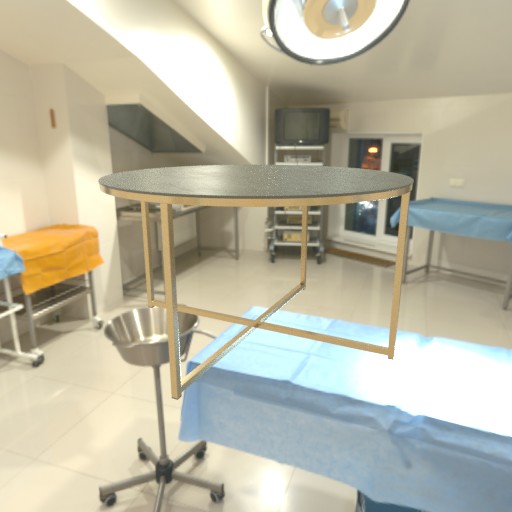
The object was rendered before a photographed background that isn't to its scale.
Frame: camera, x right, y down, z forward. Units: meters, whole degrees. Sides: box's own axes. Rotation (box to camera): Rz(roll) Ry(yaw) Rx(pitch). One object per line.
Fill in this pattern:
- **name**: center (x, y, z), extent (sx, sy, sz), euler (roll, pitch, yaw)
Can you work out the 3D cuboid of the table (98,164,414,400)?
- **table**: center (0.000, 0.000, 1.250), extent (0.800, 0.450, 0.800), euler (0, 16, 0)
